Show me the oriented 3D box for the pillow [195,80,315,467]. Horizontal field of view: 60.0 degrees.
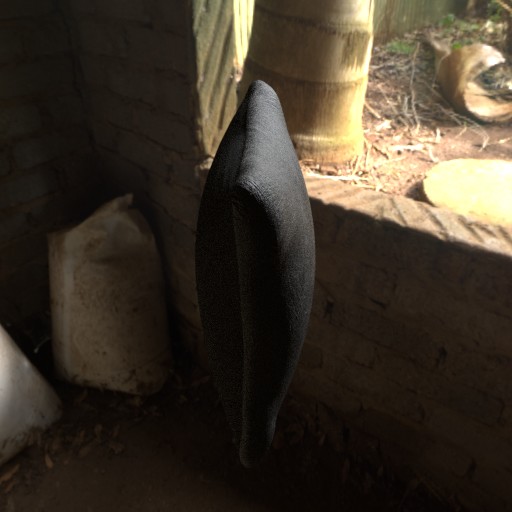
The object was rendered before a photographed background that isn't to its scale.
[{"bbox_3d":[0.000,0.000,0.813,0.210,0.523,0.533,0,34,1],"label":"pillow"}]
